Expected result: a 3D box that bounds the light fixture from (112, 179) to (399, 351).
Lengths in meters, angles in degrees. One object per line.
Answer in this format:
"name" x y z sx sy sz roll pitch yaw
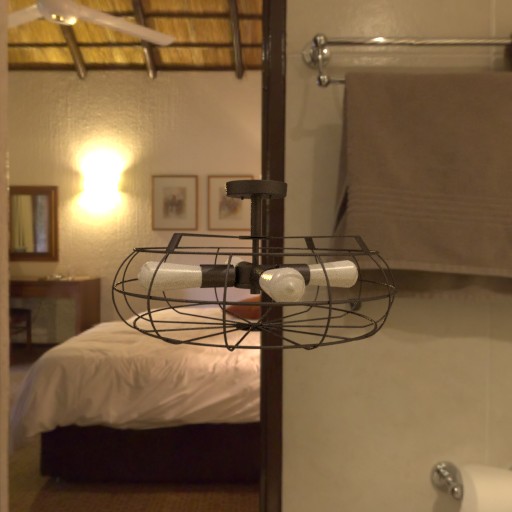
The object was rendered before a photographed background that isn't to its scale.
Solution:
"light fixture" 0.000 0.000 0.949 0.582 0.311 0.582 0 1 0
